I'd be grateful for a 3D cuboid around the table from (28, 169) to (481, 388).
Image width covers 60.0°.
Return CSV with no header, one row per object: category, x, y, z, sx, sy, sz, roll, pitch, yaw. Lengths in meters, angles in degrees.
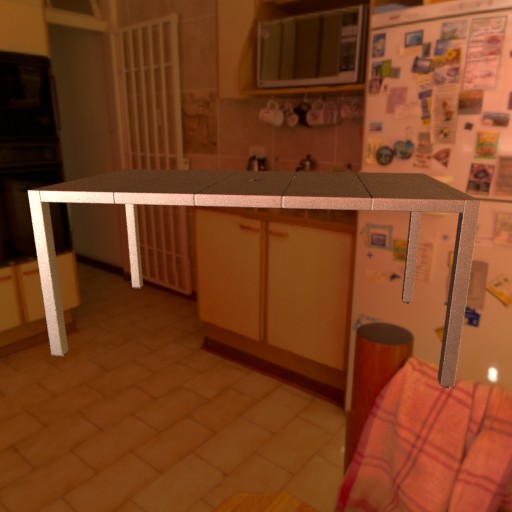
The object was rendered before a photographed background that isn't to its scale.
table,0.000,0.000,2.158,1.680,0.735,0.914,2,16,8
